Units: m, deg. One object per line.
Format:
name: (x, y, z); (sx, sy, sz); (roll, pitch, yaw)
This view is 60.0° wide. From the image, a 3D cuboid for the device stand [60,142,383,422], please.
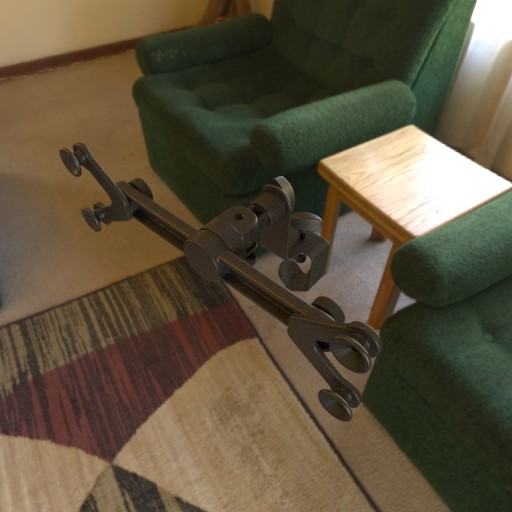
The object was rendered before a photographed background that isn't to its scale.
device stand: (0.000, 0.000, 0.363); (0.270, 0.166, 0.142); (33, 55, 27)
